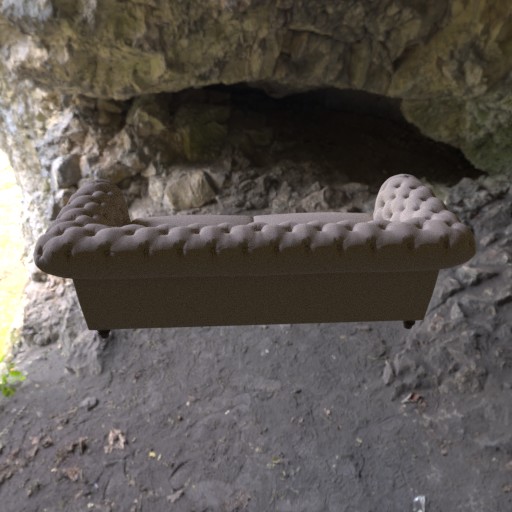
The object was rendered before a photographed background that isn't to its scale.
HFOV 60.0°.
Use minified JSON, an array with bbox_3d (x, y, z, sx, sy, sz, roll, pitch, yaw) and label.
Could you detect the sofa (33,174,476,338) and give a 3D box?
[{"bbox_3d":[0.000,0.000,3.142,2.694,0.847,1.076,-1,31,-2],"label":"sofa"}]
